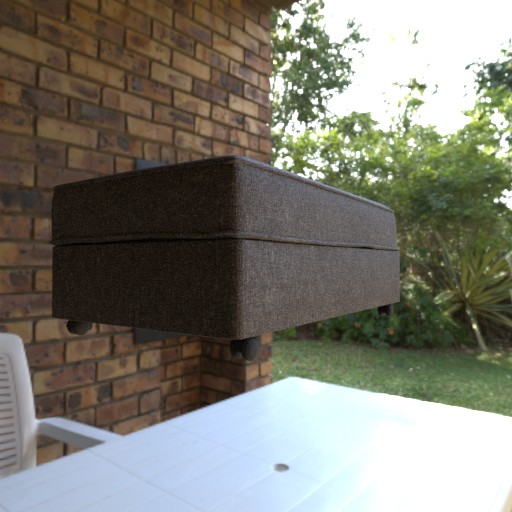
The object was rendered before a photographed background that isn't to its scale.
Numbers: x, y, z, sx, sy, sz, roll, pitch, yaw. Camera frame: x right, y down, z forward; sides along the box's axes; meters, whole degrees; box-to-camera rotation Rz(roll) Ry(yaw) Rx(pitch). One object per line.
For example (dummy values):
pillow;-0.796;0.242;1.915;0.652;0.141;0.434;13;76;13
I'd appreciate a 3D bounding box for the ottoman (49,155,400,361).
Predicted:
ottoman;0.000;0.000;1.593;0.717;0.487;1.184;-1;-1;34
